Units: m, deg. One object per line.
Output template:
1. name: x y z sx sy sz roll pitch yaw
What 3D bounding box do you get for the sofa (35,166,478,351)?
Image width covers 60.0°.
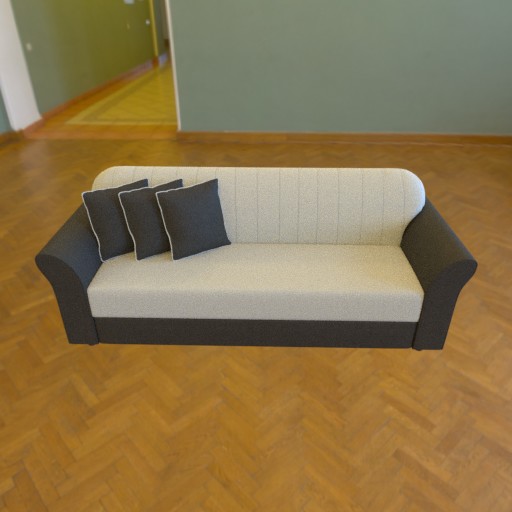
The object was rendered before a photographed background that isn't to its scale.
1. sofa: 0.000 0.000 2.414 2.001 0.787 0.755 1 31 1
